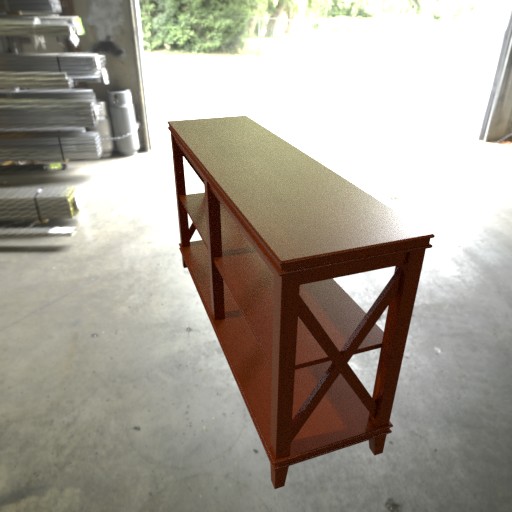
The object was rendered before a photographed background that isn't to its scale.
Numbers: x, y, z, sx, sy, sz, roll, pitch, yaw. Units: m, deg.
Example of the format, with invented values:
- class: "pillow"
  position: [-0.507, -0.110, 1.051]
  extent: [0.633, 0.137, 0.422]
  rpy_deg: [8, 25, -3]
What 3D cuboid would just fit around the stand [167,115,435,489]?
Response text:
- class: "stand"
  position: [0.000, 0.000, 1.701]
  extent: [0.381, 0.762, 1.372]
  rpy_deg: [-10, 31, -17]
